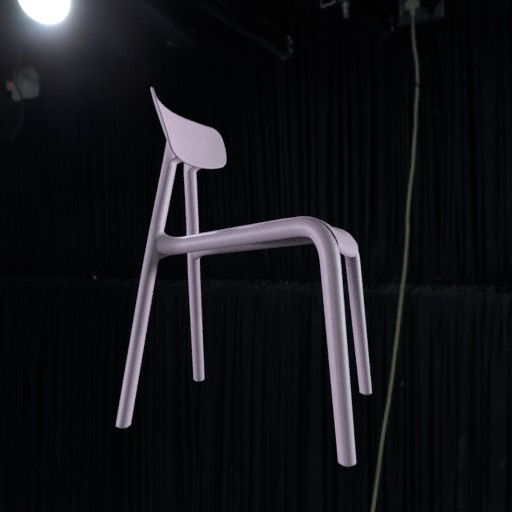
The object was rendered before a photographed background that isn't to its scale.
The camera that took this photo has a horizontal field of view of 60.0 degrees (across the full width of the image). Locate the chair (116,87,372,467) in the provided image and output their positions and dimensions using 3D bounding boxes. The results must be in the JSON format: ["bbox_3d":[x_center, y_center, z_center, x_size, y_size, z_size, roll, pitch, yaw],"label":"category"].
[{"bbox_3d":[0.000,0.000,0.834,0.401,0.580,0.356,0,0,18],"label":"chair"}]
